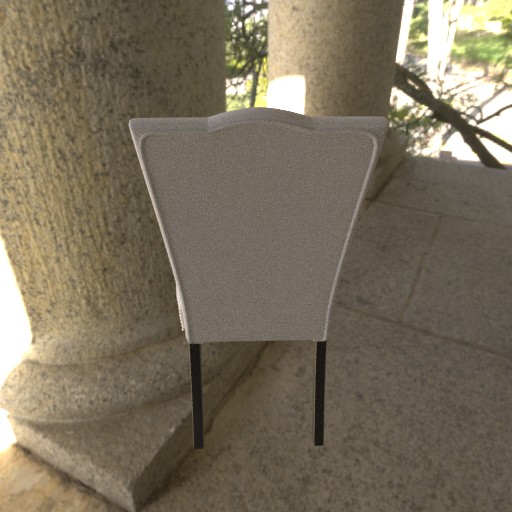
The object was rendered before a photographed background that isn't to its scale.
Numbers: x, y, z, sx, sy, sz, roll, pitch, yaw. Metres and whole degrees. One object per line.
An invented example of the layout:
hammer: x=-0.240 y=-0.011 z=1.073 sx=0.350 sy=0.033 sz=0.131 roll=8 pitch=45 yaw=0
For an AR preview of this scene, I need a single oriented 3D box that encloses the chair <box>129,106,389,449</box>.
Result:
chair: x=0.000 y=0.000 z=1.287 sx=0.518 sy=0.946 sz=0.589 roll=-1 pitch=31 yaw=-1
